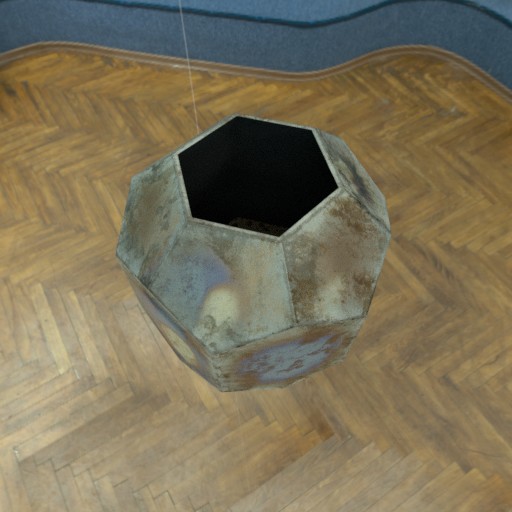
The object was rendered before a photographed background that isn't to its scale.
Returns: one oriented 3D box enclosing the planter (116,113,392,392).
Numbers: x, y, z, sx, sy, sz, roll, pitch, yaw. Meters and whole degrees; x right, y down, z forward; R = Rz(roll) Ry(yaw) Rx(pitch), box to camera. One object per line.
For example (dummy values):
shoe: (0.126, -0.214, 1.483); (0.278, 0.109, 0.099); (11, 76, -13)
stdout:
planter: (0.000, 0.000, 0.430); (0.221, 0.238, 0.243); (13, 59, 8)
